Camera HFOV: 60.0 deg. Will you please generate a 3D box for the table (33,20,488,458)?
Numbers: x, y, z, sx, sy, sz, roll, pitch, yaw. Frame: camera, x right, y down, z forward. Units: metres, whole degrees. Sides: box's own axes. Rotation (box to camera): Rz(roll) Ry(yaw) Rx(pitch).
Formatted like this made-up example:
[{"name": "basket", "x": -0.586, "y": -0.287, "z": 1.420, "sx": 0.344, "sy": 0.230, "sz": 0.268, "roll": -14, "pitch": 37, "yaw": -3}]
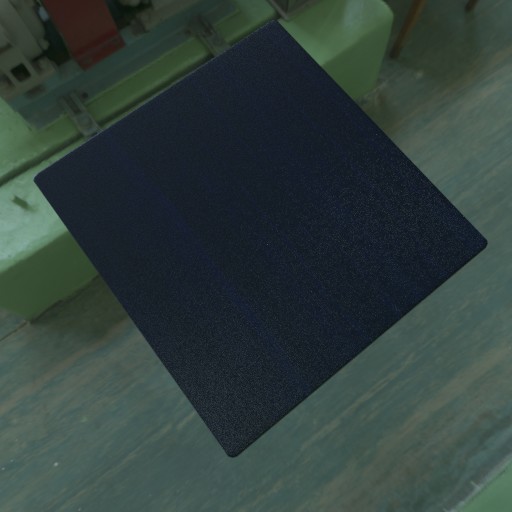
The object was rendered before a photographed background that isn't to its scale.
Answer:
[{"name": "table", "x": 0.000, "y": 0.000, "z": 0.966, "sx": 0.500, "sy": 0.567, "sz": 0.533, "roll": -37, "pitch": 78, "yaw": -9}]
